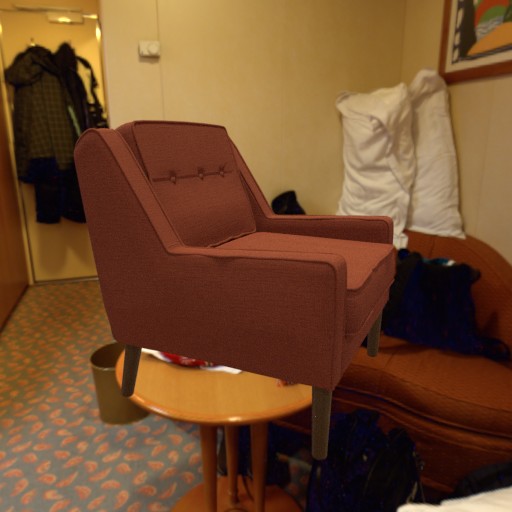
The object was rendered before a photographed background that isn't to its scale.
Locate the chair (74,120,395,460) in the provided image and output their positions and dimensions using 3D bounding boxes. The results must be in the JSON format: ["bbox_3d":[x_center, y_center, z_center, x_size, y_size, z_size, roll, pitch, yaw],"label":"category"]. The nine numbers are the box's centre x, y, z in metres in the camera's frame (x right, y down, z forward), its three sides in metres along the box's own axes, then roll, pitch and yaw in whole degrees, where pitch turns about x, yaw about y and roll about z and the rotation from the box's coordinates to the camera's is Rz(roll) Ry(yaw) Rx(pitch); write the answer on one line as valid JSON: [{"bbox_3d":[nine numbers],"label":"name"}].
[{"bbox_3d":[0.000,0.000,1.378,0.770,0.812,0.680,7,16,26],"label":"chair"}]
